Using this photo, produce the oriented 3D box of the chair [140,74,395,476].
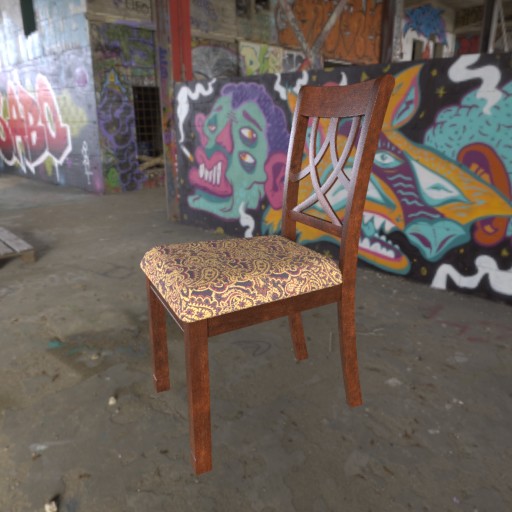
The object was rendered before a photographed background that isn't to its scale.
[{"bbox_3d":[0.000,0.000,1.281,0.584,0.965,0.457,-8,19,-25],"label":"chair"}]
